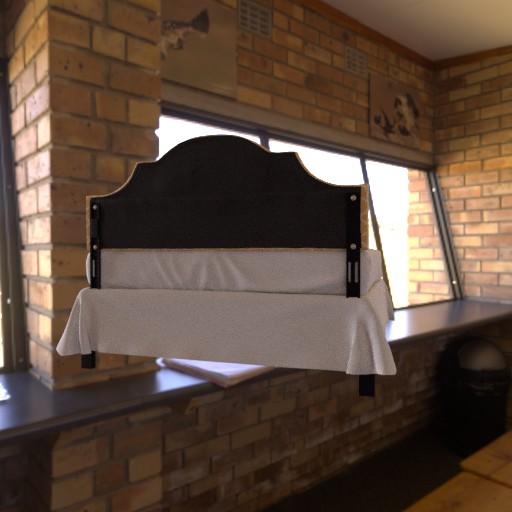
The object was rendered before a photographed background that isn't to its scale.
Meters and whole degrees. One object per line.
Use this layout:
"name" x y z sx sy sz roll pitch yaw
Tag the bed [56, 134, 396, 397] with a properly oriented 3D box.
"bed" 0.000 0.000 3.798 2.314 1.601 2.222 0 1 18
